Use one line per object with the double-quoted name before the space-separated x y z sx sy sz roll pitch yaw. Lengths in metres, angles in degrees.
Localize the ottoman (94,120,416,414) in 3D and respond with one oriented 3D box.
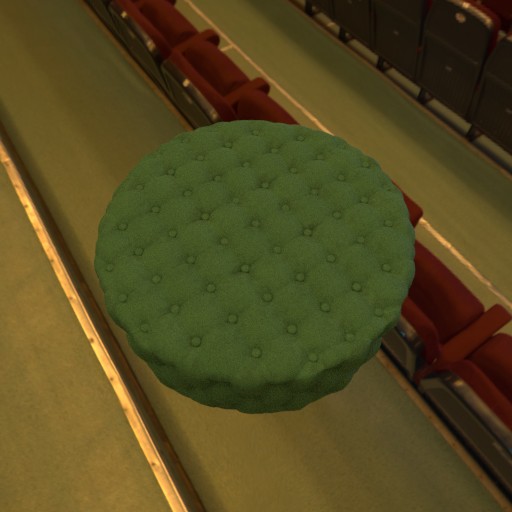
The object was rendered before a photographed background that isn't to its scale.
"ottoman" 0.000 0.000 1.506 0.998 0.399 0.998 0 58 0
